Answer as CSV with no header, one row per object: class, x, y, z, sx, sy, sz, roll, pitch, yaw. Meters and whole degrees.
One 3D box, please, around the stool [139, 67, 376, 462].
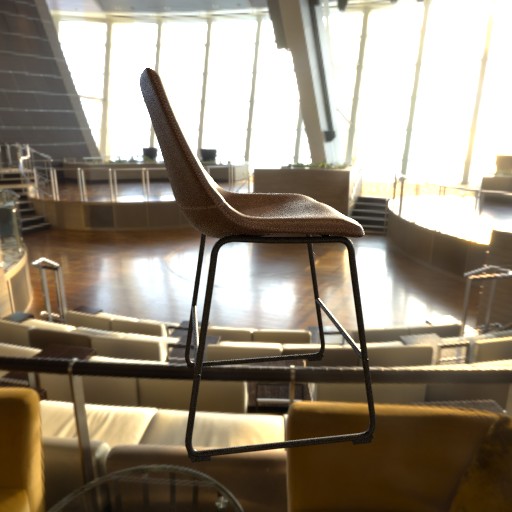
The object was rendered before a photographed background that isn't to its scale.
stool,0.000,0.000,1.192,0.550,0.890,0.460,-2,16,-9
